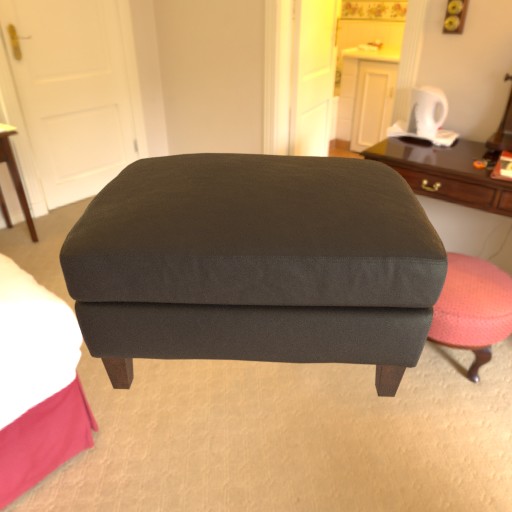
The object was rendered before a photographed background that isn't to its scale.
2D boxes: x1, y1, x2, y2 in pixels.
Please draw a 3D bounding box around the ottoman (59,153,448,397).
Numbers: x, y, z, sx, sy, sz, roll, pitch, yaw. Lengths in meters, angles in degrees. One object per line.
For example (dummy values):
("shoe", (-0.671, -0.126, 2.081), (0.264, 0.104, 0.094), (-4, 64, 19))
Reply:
("ottoman", (0.000, 0.000, 1.307), (0.887, 0.529, 0.659), (1, 31, 2))
